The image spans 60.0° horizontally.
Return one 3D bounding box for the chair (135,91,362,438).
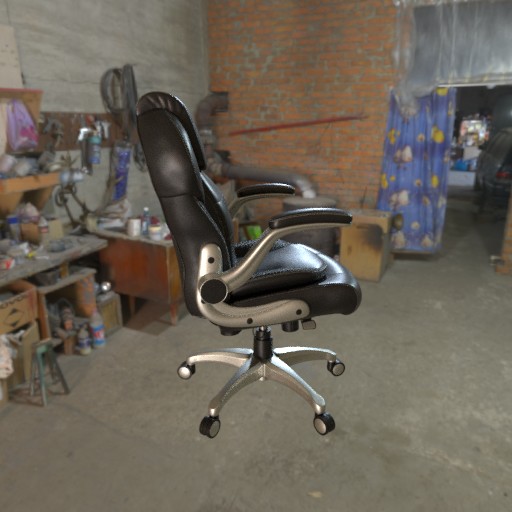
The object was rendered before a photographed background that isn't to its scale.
[{"bbox_3d":[0.000,0.000,1.681,0.801,1.141,0.724,-3,16,-11],"label":"chair"}]
